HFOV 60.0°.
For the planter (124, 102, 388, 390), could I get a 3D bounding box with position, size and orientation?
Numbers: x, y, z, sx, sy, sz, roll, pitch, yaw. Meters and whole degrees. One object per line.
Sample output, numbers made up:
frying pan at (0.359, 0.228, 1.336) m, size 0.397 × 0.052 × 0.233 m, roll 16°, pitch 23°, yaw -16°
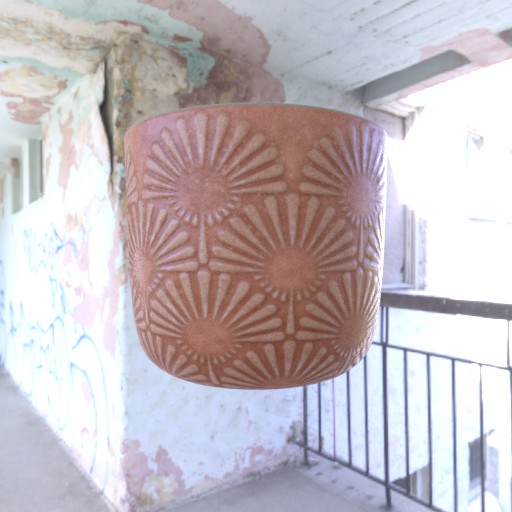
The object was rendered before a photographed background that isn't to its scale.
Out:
planter at (0.000, 0.000, 0.217) m, size 0.124 × 0.109 × 0.124 m, roll 0°, pitch 0°, yaw 0°
